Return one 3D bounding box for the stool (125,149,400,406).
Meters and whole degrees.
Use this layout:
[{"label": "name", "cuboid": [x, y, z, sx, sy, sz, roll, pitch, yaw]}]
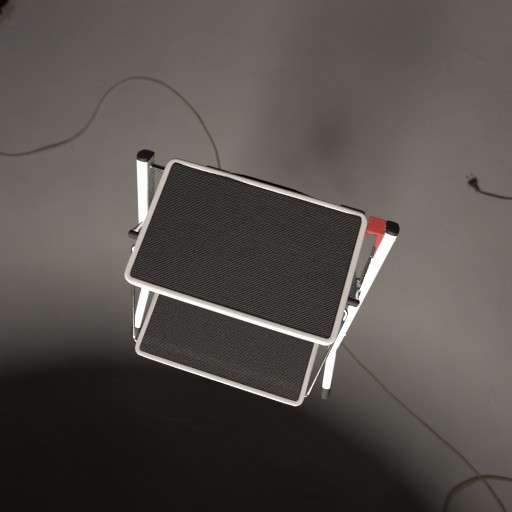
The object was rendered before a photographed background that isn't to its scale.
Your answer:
[{"label": "stool", "cuboid": [0.000, 0.000, 0.866, 0.485, 0.445, 0.490, 17, 77, 4]}]
